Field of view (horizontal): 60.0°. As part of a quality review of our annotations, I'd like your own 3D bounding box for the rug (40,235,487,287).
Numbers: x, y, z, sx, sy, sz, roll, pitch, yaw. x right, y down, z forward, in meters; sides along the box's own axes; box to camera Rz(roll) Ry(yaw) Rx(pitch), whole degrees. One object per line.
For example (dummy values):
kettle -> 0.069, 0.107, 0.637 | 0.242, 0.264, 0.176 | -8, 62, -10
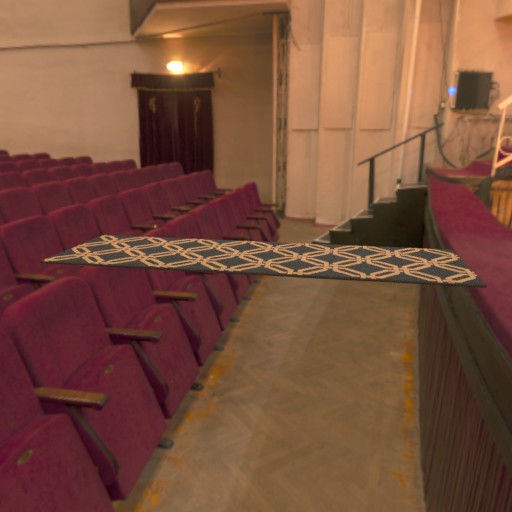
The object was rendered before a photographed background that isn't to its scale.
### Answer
rug -> 0.000, 0.000, 2.545 | 2.276, 0.014, 0.678 | 3, 15, 10
